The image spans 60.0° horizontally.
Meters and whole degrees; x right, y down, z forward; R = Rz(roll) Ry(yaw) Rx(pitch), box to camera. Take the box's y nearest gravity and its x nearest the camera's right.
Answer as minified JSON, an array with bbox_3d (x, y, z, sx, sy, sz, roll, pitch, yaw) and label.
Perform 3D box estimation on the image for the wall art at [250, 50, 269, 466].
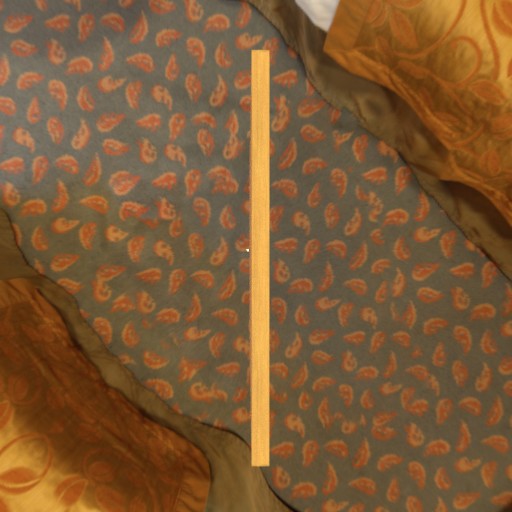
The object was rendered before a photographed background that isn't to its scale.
[{"bbox_3d":[0.000,0.000,0.770,0.020,0.561,0.460,0,91,-1],"label":"wall art"}]
